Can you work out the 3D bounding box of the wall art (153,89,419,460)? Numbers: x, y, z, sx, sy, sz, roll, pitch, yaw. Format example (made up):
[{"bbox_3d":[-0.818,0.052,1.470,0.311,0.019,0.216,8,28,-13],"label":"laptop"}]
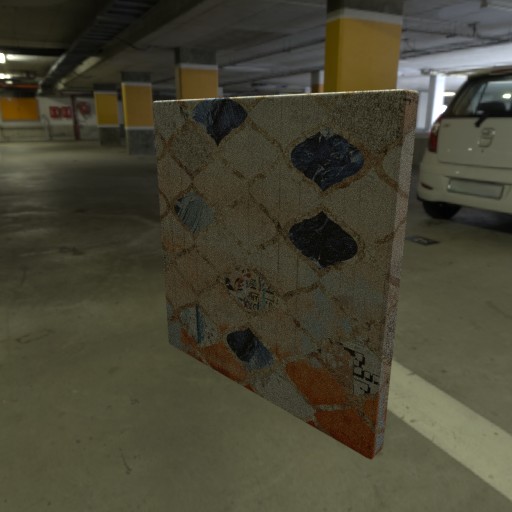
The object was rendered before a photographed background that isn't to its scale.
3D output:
[{"bbox_3d":[0.000,0.000,0.751,0.507,0.508,0.038,16,23,42],"label":"wall art"}]
